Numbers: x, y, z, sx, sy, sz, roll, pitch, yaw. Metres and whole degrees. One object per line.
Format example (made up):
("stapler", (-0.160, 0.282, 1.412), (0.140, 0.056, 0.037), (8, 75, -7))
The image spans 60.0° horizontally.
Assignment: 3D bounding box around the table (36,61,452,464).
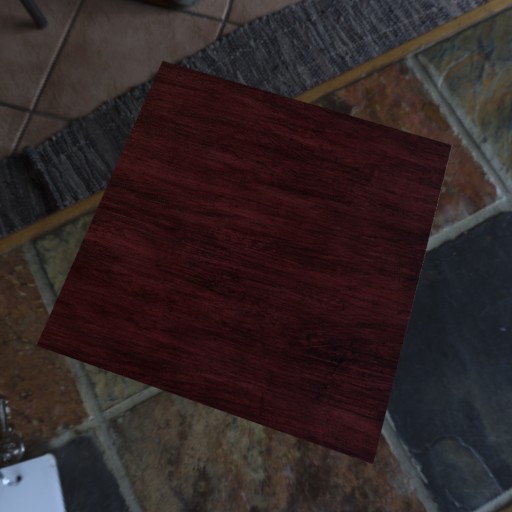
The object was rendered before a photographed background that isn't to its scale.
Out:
("table", (0.000, 0.000, 1.341), (0.865, 0.356, 0.865), (18, 77, 4))
